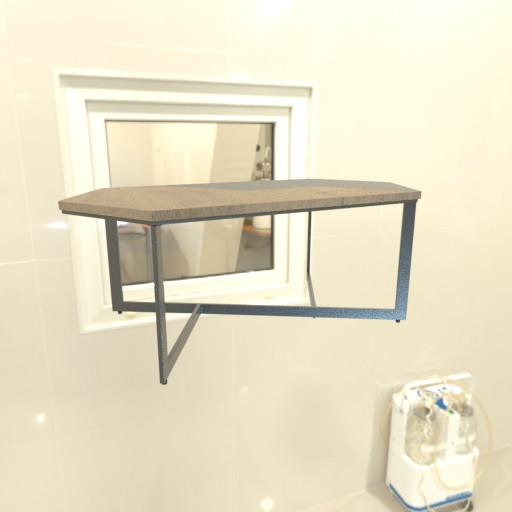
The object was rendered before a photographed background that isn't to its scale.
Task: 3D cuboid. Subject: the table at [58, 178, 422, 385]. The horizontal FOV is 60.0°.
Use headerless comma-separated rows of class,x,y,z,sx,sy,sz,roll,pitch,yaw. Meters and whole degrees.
table,0.000,0.000,1.536,1.219,0.457,0.609,-8,16,-28
